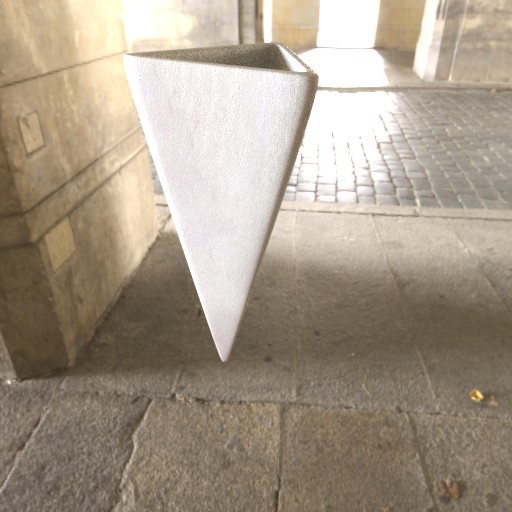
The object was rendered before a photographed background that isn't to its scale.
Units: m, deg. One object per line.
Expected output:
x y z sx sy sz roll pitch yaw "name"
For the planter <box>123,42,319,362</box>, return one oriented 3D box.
0.000 0.000 0.268 0.101 0.224 0.081 -23 38 -34 "planter"
